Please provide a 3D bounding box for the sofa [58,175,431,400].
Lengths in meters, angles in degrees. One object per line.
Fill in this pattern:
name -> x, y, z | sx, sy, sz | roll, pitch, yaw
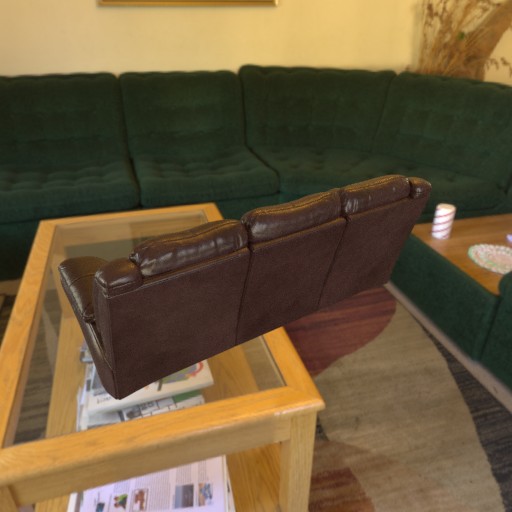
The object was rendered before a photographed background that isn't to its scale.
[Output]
sofa -> 0.000, 0.000, 2.985 | 2.337, 1.043, 0.991 | -18, 34, -29
